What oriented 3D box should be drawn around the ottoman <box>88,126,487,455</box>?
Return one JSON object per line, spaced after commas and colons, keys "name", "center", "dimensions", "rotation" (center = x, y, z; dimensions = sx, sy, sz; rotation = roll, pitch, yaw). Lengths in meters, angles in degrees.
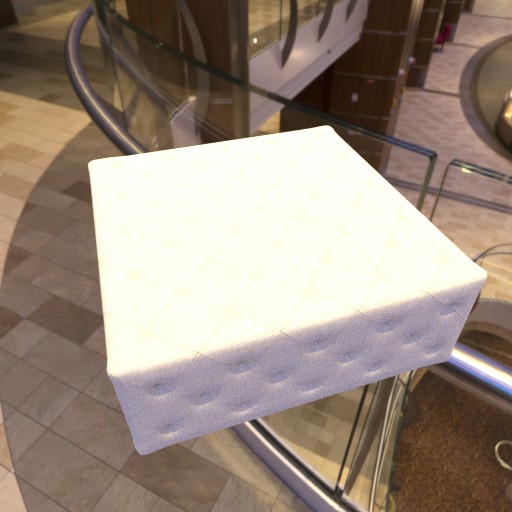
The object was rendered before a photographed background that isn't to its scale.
{"name": "ottoman", "center": [0.000, 0.000, 1.589], "dimensions": [1.028, 0.439, 1.028], "rotation": [-12, 42, -14]}
